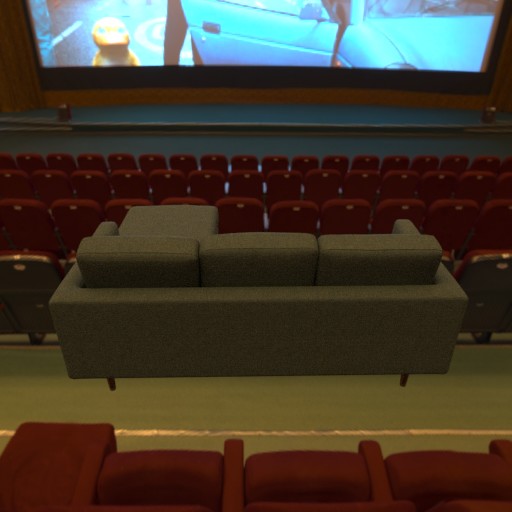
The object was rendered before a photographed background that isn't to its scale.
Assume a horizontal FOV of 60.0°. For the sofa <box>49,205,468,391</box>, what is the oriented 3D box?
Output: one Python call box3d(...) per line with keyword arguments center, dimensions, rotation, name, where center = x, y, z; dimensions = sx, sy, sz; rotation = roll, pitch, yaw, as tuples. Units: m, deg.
box3d(center=(0.000, 0.000, 2.973), dimensions=(2.055, 0.957, 1.667), rotation=(-1, 30, -1), name="sofa")
